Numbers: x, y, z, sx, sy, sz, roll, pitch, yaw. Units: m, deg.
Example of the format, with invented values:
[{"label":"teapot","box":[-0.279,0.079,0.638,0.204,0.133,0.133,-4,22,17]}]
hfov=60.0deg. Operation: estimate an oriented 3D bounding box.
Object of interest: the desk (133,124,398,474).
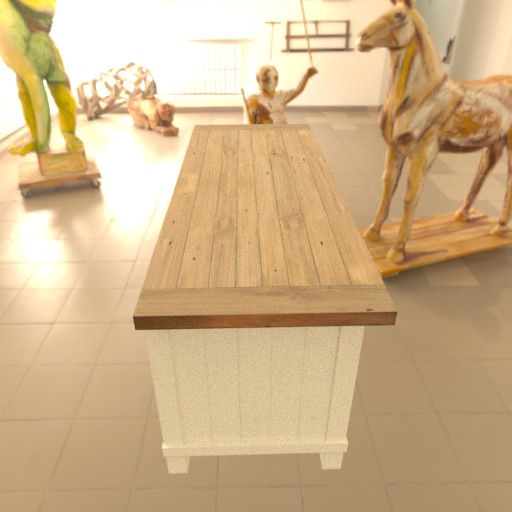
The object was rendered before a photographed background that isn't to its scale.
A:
[{"label":"desk","box":[0.000,0.000,2.118,0.688,0.760,1.803,-1,32,-1]}]
